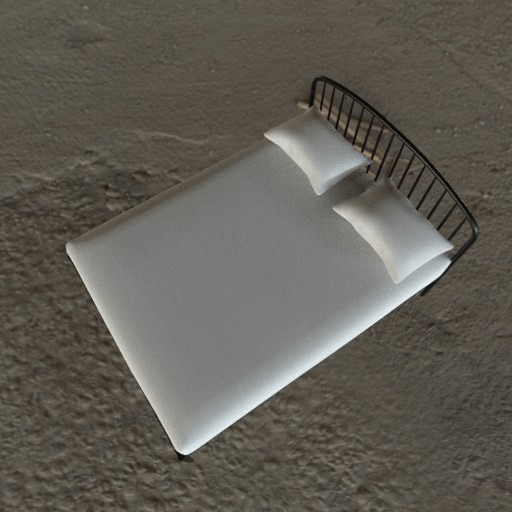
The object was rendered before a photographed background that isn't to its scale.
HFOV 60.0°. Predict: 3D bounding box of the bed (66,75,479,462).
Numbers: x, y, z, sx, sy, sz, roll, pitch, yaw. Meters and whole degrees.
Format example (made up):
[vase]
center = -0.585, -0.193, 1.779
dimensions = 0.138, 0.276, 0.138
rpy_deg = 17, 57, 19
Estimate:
[bed]
center = 0.000, 0.000, 3.023
dimensions = 2.159, 1.166, 1.618
rpy_deg = -31, 67, -15
